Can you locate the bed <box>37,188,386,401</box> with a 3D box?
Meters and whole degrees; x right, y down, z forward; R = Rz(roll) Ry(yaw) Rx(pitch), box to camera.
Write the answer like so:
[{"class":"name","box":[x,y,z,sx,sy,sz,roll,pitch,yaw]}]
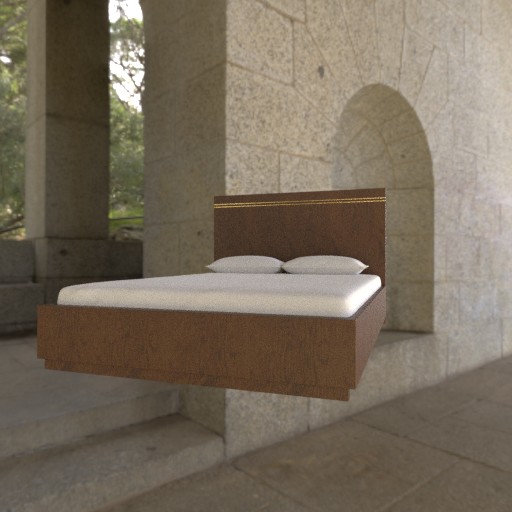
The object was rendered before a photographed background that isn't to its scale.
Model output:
[{"class":"bed","box":[0.000,0.000,3.065,1.613,1.169,2.221,0,0,19]}]
